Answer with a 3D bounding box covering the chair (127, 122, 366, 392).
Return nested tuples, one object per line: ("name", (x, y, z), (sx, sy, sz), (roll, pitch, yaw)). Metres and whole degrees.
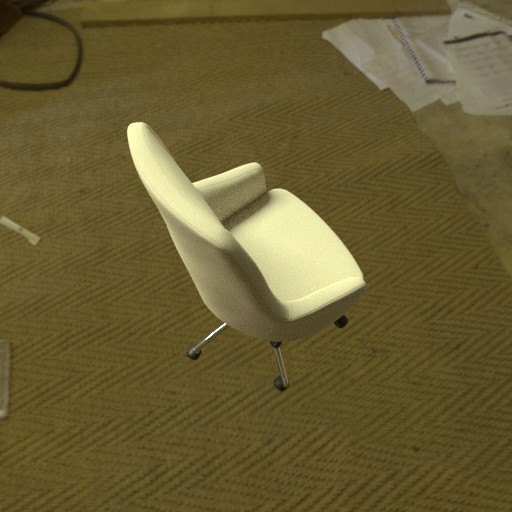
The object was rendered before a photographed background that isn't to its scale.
("chair", (0.000, 0.000, 1.443), (0.640, 1.049, 0.620), (-29, 62, -17))
